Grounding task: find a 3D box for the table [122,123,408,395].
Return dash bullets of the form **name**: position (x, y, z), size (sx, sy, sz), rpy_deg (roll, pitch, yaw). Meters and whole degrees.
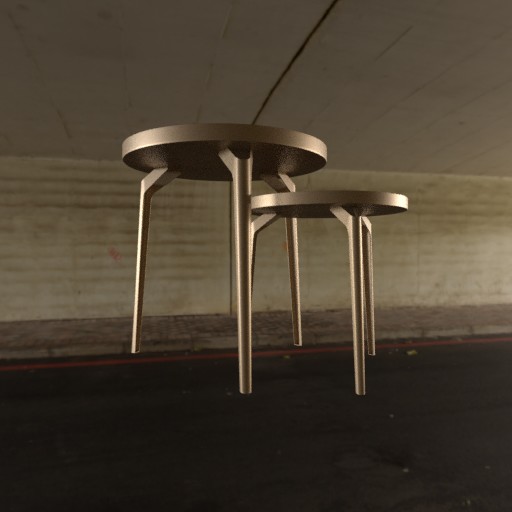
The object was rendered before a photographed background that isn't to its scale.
- **table**: position (0.000, 0.000, 1.160), size (0.751, 0.555, 0.532), rpy_deg (0, 0, 18)
